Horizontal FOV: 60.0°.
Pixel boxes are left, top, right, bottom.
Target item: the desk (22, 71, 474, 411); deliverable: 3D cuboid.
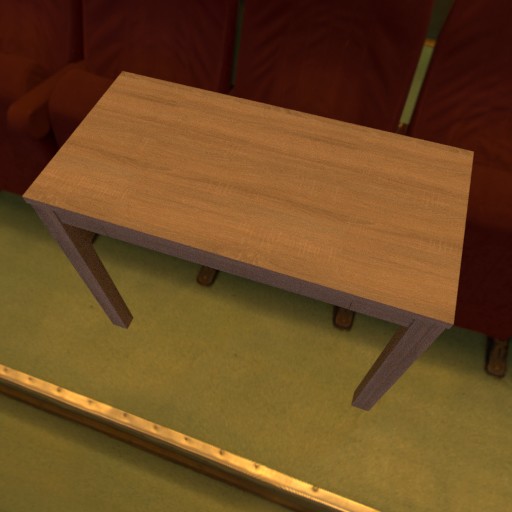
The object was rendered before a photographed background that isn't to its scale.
[{"bbox_3d":[0.000,0.000,1.401,0.991,0.762,0.495,16,59,10],"label":"desk"}]
